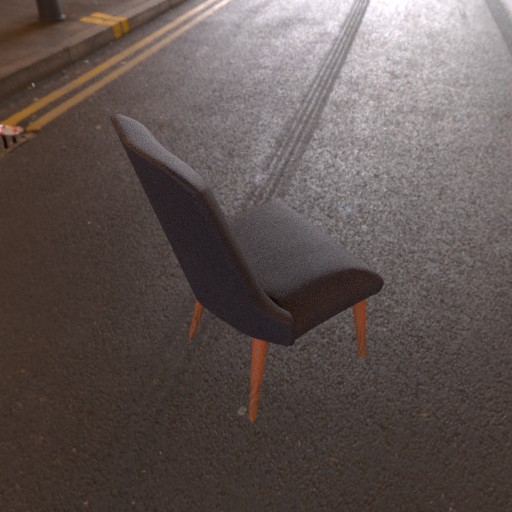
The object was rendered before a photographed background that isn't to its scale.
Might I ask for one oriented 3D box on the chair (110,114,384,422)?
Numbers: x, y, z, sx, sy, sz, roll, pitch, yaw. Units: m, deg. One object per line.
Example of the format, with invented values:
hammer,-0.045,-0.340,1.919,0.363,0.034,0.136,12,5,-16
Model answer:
chair,0.000,0.000,1.186,0.567,0.820,0.504,-24,47,-25
